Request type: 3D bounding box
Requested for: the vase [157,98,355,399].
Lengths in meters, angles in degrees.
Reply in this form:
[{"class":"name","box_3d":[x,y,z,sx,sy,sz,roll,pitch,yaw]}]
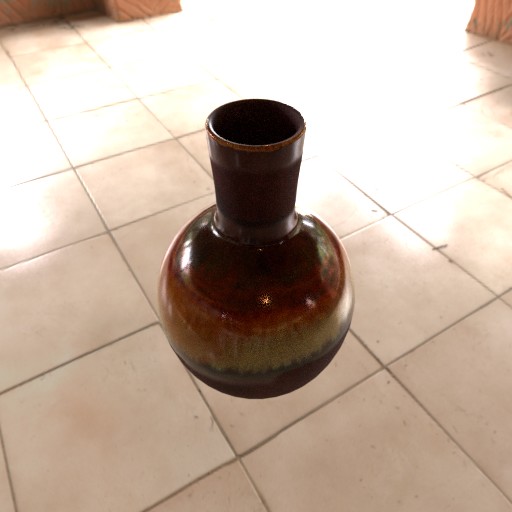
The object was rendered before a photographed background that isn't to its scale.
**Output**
[{"class":"vase","box_3d":[0.000,0.000,0.233,0.111,0.154,0.111,0,45,0]}]
